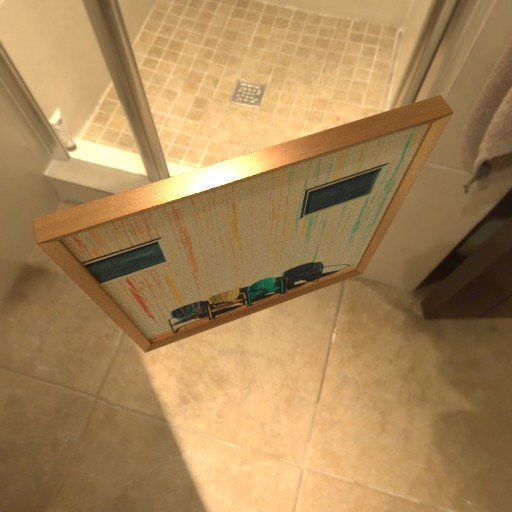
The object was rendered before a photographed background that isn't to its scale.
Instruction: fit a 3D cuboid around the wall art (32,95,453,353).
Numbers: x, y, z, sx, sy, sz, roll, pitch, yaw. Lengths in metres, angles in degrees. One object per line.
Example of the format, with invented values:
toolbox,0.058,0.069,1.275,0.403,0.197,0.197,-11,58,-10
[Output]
wall art,0.000,0.000,0.442,0.302,0.302,0.019,-19,66,-9
